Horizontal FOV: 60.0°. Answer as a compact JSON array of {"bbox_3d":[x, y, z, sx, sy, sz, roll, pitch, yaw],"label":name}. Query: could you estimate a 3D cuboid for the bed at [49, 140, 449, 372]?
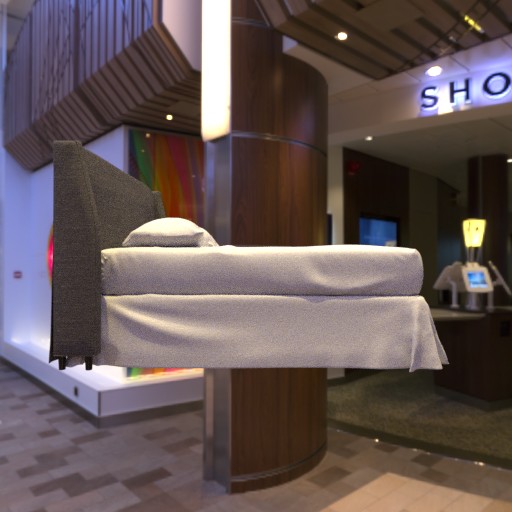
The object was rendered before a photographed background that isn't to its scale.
[{"bbox_3d":[0.000,0.000,3.406,2.276,1.332,1.925,0,-1,2],"label":"bed"}]
